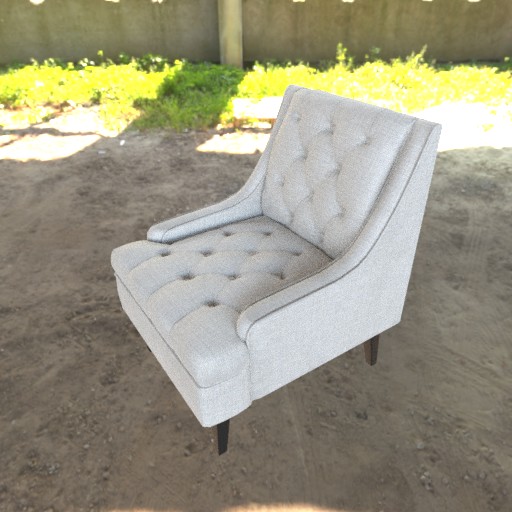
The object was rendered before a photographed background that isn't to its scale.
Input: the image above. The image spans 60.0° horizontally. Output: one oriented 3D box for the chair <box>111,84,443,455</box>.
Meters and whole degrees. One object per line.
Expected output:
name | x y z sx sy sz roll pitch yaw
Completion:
chair | 0.000 0.000 1.420 0.772 0.891 0.658 -20 37 -28
